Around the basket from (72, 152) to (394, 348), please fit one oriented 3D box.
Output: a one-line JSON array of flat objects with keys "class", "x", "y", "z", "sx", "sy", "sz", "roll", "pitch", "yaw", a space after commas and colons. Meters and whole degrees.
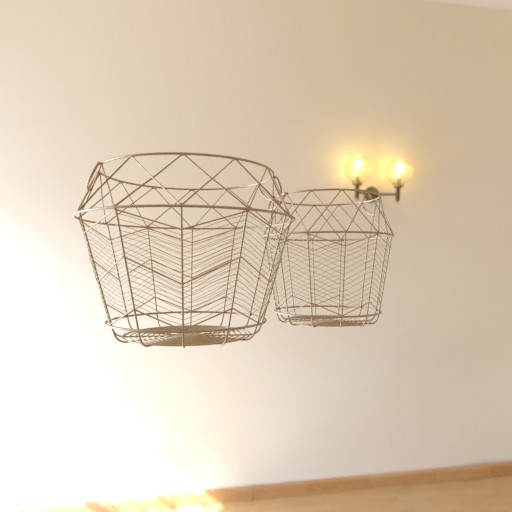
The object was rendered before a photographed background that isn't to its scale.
[{"class": "basket", "x": 0.000, "y": 0.000, "z": 1.038, "sx": 0.805, "sy": 0.343, "sz": 0.451, "roll": 1, "pitch": -2, "yaw": -36}]
